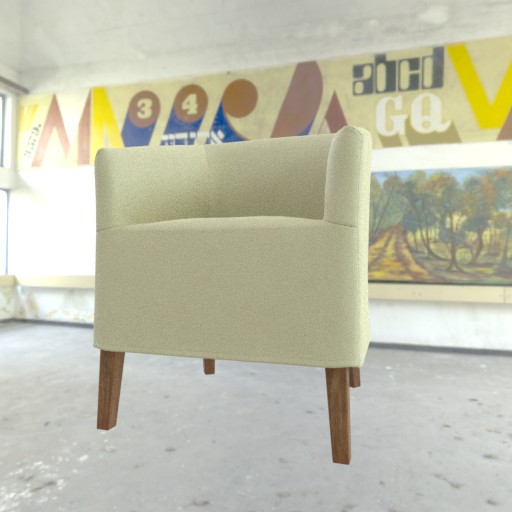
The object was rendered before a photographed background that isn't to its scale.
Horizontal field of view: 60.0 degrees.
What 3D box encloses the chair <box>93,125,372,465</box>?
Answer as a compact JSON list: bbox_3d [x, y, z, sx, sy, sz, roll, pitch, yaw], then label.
[{"bbox_3d":[0.000,0.000,1.259,0.643,0.822,0.657,0,0,18],"label":"chair"}]
